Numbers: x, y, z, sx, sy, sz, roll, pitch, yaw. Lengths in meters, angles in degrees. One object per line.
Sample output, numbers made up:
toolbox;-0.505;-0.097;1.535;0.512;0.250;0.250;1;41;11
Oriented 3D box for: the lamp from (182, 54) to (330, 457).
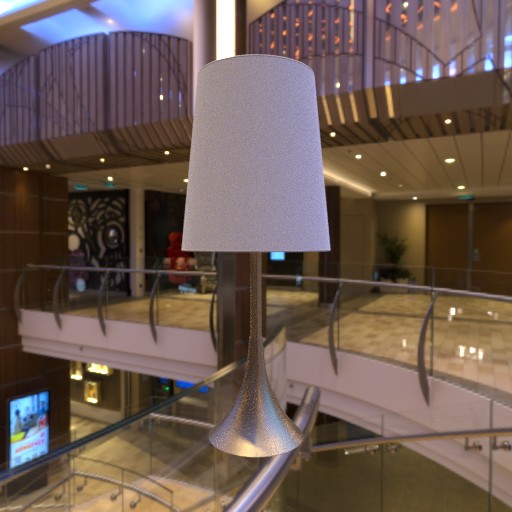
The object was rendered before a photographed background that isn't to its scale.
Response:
lamp;0.000;0.000;0.696;0.231;0.569;0.231;0;2;0
